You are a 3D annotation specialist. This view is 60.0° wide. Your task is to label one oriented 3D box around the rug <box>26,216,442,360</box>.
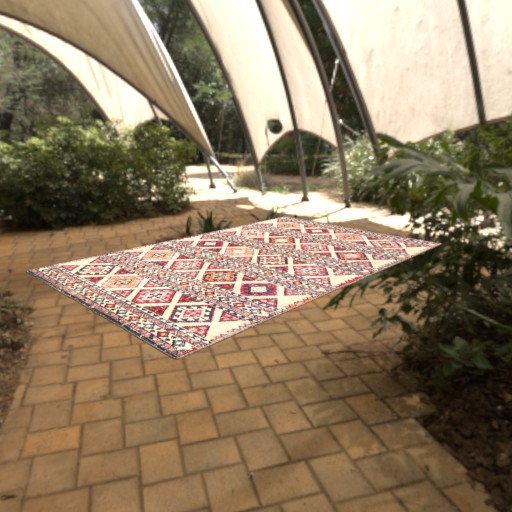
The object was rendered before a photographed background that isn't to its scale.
[{"bbox_3d":[0.000,0.000,3.006,1.545,0.010,2.440,15,22,42],"label":"rug"}]
